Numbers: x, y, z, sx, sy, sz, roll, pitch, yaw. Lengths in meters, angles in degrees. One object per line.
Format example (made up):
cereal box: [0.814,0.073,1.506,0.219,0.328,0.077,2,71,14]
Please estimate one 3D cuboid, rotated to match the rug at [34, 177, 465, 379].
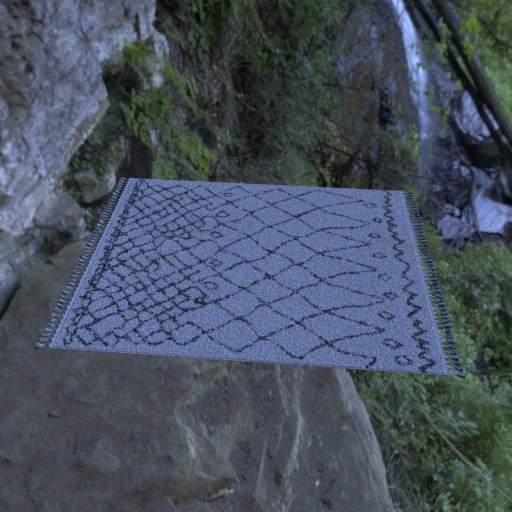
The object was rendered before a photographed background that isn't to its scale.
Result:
rug: [0.000,0.000,2.935,2.312,0.017,1.613,3,45,3]
